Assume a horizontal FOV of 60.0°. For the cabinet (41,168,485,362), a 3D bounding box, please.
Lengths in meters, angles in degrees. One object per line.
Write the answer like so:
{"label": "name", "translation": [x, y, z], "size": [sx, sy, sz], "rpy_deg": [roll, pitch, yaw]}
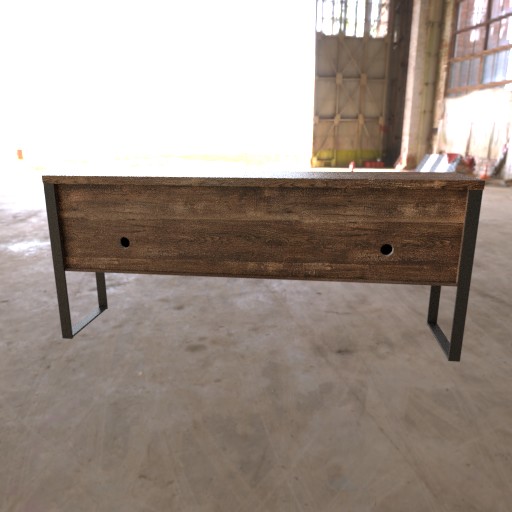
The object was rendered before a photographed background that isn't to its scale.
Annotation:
{"label": "cabinet", "translation": [0.000, 0.000, 2.076], "size": [1.800, 0.762, 0.395], "rpy_deg": [2, 15, 7]}
